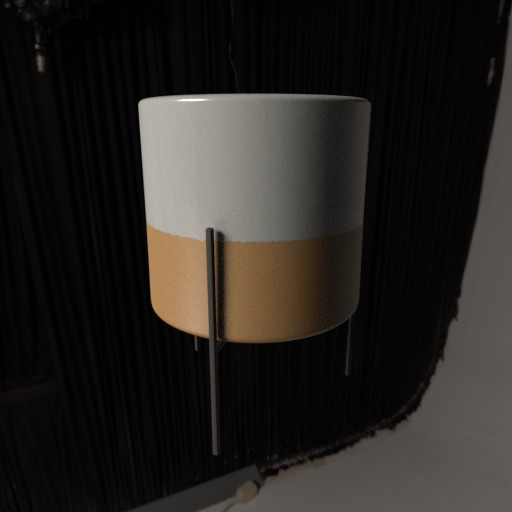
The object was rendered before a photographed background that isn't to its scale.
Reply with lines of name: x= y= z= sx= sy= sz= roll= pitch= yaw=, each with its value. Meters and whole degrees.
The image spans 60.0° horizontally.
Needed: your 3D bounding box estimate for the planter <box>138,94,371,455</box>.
planter: x=0.000 y=0.000 z=0.653 sx=0.310 sy=0.432 sz=0.310 roll=-8 pitch=19 yaw=-26
